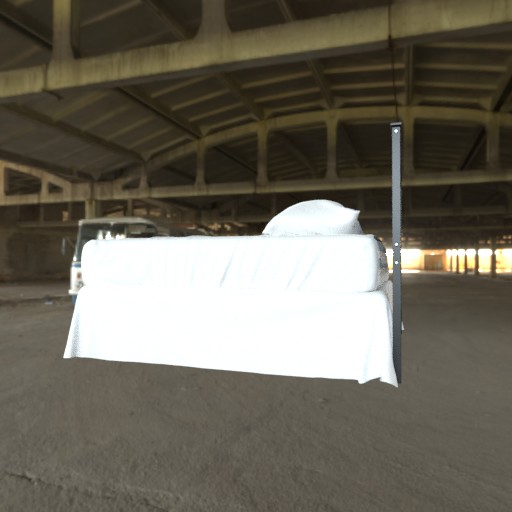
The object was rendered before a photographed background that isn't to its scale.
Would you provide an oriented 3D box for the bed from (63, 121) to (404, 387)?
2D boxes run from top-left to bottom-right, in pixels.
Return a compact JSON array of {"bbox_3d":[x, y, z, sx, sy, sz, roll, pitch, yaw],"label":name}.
[{"bbox_3d":[0.000,0.000,3.233,2.050,1.270,1.870,0,-1,18],"label":"bed"}]
